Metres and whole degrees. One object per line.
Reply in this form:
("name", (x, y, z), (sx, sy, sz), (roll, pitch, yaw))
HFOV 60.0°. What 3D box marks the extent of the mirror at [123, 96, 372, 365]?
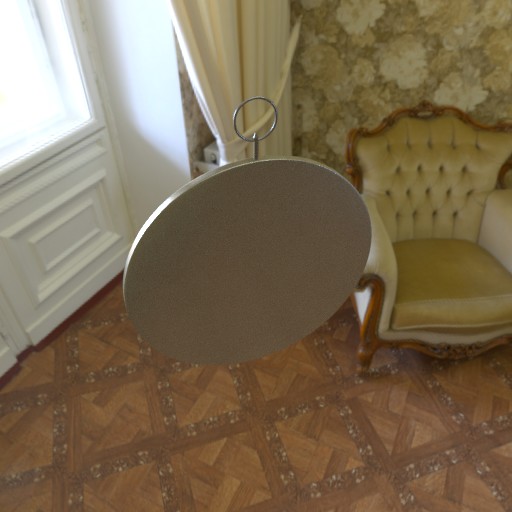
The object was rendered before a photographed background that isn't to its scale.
("mirror", (0.000, 0.000, 0.993), (0.594, 0.713, 0.020), (-13, 41, -15))
